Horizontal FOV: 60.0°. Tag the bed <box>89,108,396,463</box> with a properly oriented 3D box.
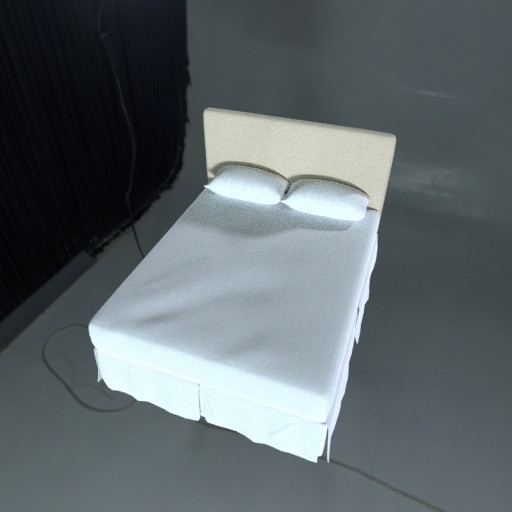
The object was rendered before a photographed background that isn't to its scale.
[{"bbox_3d":[0.000,0.000,3.337,1.723,1.330,2.142,13,41,15],"label":"bed"}]
